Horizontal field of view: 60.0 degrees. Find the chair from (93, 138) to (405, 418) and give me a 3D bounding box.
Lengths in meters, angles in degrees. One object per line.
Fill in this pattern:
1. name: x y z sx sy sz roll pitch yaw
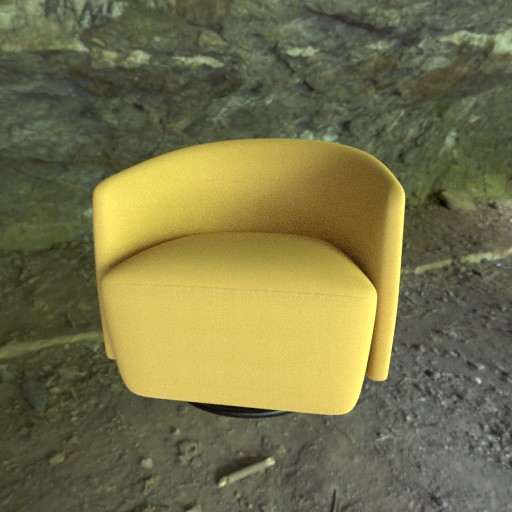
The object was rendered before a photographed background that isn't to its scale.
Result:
1. chair: 0.000 0.000 1.346 0.773 0.698 0.767 2 14 9
